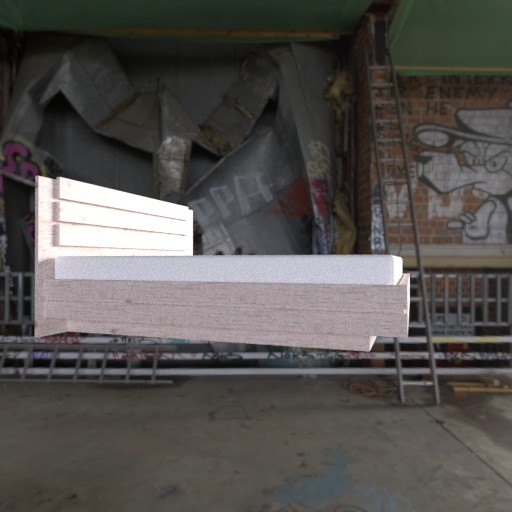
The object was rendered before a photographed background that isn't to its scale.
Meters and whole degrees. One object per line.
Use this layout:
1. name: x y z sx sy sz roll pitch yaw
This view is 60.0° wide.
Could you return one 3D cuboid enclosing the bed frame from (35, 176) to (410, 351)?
1. bed frame: 0.000 0.000 3.191 2.080 0.970 1.950 0 -1 19
